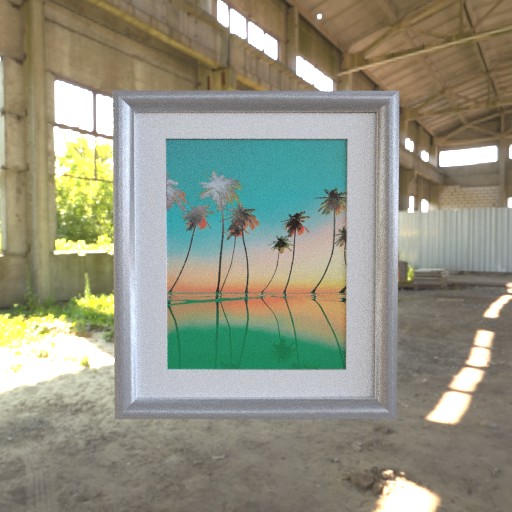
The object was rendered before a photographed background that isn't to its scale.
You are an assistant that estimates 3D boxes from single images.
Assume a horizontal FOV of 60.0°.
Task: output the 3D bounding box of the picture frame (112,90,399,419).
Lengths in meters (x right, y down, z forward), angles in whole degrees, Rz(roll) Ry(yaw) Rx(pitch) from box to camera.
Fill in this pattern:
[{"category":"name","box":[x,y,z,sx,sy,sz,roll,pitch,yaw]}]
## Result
[{"category":"picture frame","box":[0.000,0.000,0.520,0.327,0.378,0.027,0,2,0]}]
